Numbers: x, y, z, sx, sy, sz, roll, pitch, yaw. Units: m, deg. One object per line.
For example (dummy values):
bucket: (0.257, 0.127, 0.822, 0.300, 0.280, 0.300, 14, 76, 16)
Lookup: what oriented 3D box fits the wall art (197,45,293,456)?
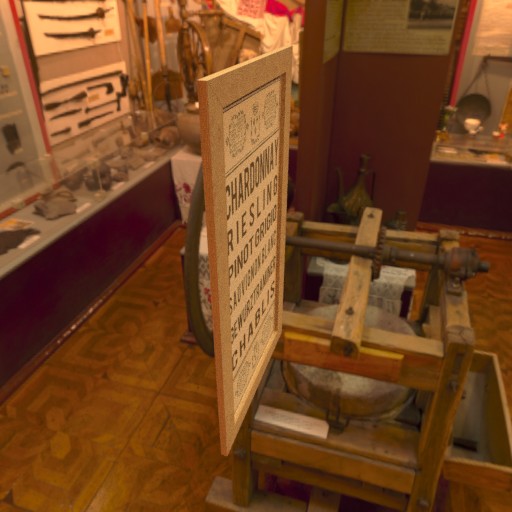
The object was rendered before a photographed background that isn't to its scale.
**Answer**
wall art: (0.000, 0.000, 0.834, 0.013, 0.683, 0.381, 10, 33, 16)
